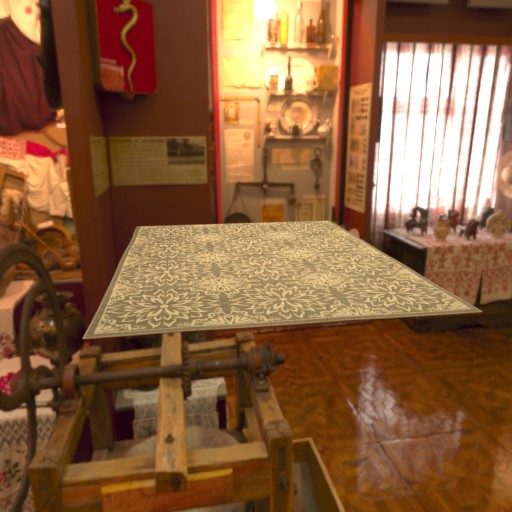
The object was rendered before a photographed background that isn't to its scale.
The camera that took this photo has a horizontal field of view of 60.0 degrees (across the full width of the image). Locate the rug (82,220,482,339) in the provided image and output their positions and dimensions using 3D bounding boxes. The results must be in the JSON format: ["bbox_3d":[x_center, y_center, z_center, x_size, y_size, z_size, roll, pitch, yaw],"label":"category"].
[{"bbox_3d":[0.000,0.000,3.973,2.363,0.012,2.980,-2,16,-9],"label":"rug"}]
